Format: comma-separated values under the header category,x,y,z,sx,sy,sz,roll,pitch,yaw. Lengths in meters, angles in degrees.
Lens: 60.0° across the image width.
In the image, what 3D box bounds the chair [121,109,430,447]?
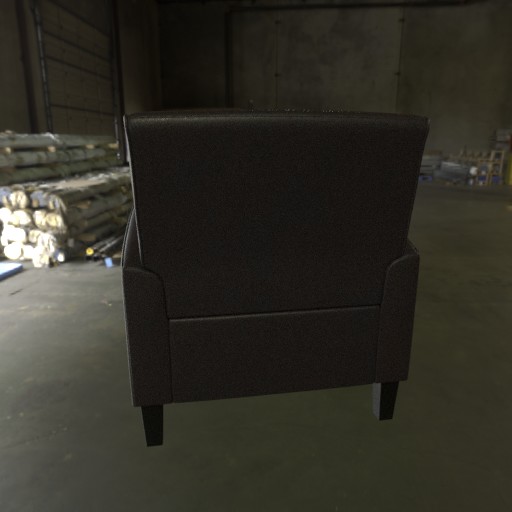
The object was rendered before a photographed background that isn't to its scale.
category,x,y,z,sx,sy,sz,roll,pitch,yaw
chair,0.000,0.000,1.524,0.820,0.916,0.819,-3,15,-10
